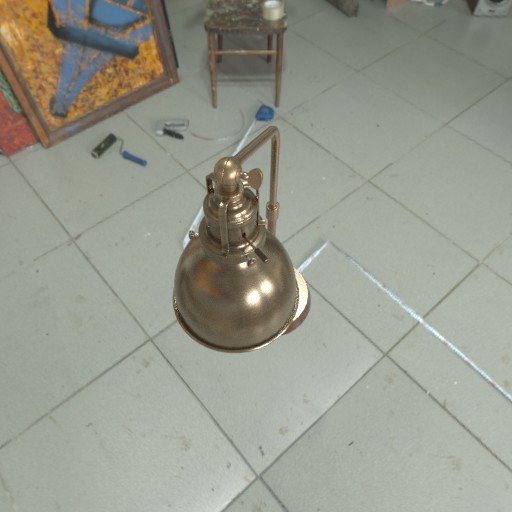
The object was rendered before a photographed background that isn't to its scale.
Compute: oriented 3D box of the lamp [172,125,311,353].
[{"bbox_3d":[0.000,0.000,0.575,0.153,0.456,0.286,16,58,11],"label":"lamp"}]
